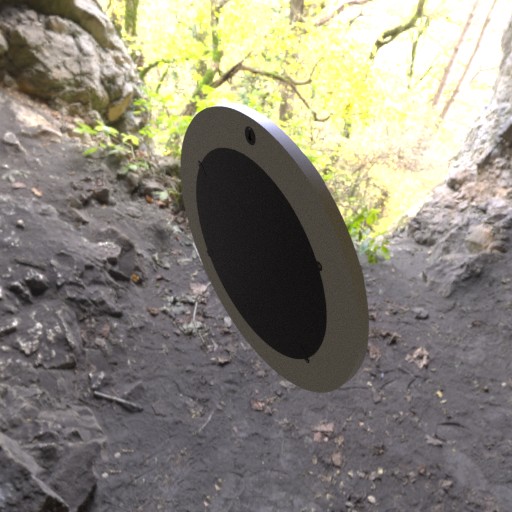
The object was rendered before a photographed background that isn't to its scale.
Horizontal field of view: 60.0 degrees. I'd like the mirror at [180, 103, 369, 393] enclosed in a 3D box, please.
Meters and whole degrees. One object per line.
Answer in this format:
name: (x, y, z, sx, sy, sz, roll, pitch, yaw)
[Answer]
mirror: (0.000, 0.000, 1.378, 0.038, 0.914, 0.914, -25, 48, -25)
